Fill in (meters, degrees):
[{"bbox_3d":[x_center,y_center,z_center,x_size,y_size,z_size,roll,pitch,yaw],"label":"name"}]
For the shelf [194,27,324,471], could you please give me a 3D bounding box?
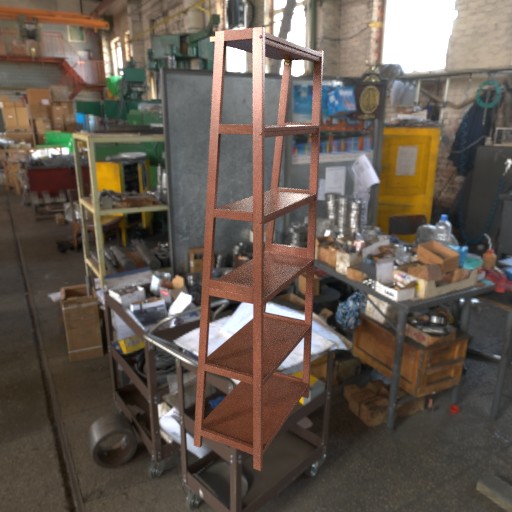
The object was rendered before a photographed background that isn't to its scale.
[{"bbox_3d":[0.000,0.000,2.172,0.382,1.892,0.660,9,19,25],"label":"shelf"}]
